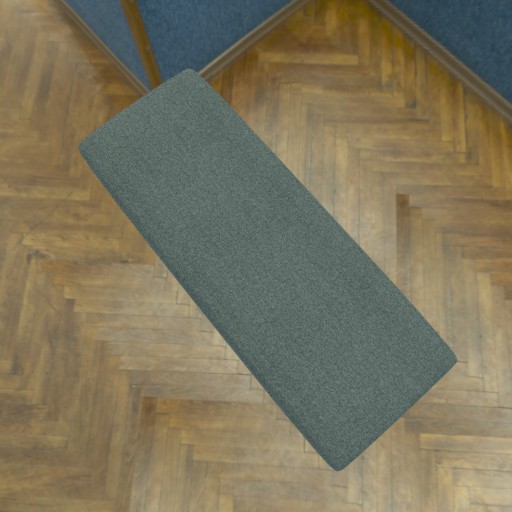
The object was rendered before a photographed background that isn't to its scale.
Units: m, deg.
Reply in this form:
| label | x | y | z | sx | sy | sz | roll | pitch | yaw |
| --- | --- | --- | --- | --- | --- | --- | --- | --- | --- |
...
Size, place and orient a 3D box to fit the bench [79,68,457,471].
| label | x | y | z | sx | sy | sz | roll | pitch | yaw |
| --- | --- | --- | --- | --- | --- | --- | --- | --- | --- |
| bench | 0.000 | 0.000 | 1.847 | 0.631 | 0.384 | 1.598 | -39 | 79 | -9 |
